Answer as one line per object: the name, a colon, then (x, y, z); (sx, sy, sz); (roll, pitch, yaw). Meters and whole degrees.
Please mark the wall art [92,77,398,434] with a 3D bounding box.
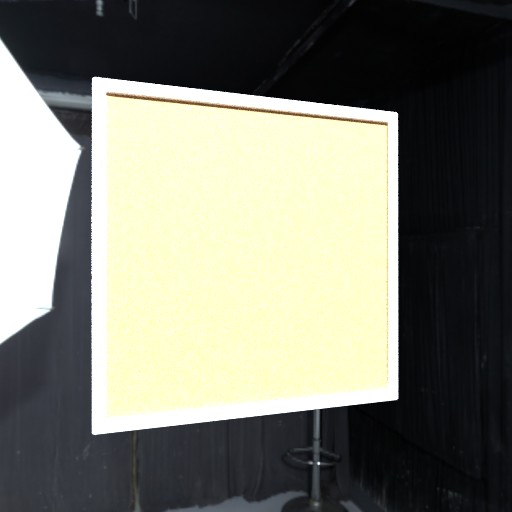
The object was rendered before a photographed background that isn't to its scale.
wall art: (0.000, 0.000, 0.441); (0.305, 0.305, 0.038); (0, 0, -18)
